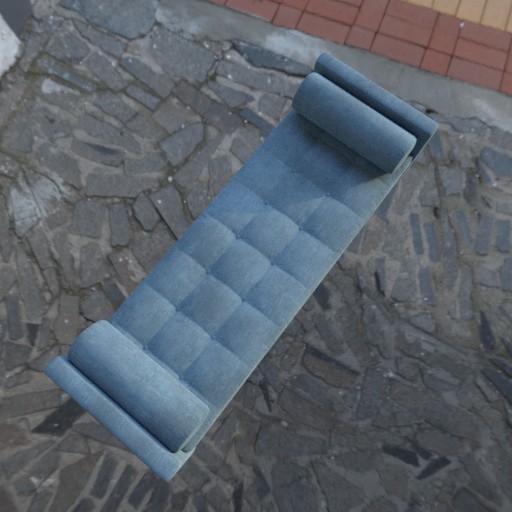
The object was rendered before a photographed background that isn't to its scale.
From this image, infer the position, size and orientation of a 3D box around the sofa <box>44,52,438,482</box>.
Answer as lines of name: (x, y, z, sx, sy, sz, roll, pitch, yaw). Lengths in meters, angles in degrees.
sofa: (0.000, 0.000, 2.246, 0.686, 0.635, 1.981, 37, 78, 9)
